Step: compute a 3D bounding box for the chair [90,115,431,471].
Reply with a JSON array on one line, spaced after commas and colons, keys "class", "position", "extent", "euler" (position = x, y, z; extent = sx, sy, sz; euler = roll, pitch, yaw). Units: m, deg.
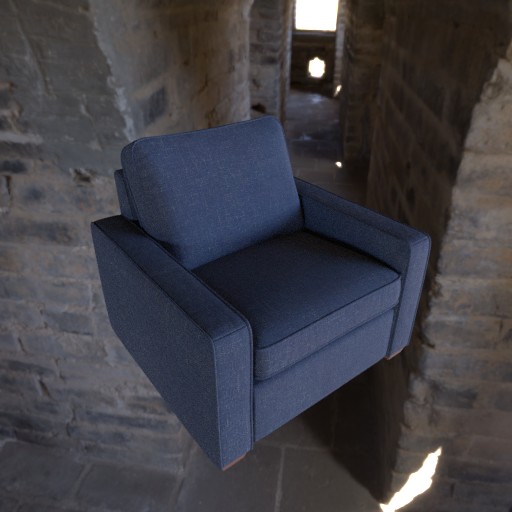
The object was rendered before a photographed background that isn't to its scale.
[{"class": "chair", "position": [0.000, 0.000, 1.775], "extent": [1.017, 0.919, 0.940], "euler": [-21, 37, -32]}]
